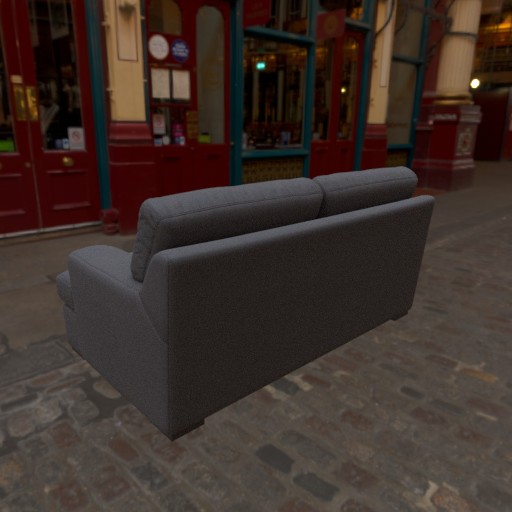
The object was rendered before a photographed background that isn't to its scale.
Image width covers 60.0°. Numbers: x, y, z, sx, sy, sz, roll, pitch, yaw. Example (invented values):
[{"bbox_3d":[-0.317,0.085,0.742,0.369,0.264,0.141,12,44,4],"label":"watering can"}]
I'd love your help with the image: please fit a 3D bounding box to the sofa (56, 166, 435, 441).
[{"bbox_3d":[0.000,0.000,2.466,1.880,0.940,1.143,-15,22,-40],"label":"sofa"}]
